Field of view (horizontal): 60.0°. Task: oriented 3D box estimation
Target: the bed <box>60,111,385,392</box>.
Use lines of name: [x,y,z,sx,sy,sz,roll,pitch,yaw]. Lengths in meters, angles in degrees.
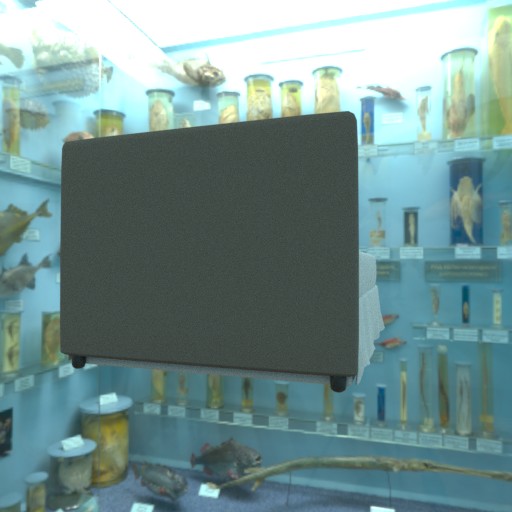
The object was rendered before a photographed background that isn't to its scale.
bed: [0.000,0.000,3.292,1.748,1.330,2.142,0,-1,19]
